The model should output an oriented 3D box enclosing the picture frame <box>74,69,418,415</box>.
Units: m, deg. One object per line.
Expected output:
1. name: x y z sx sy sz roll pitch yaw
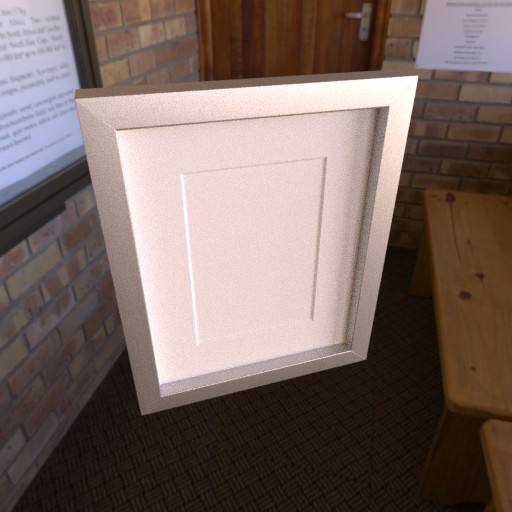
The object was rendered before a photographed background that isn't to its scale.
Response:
1. picture frame: 0.000 0.000 0.376 0.233 0.282 0.036 -10 34 -15
